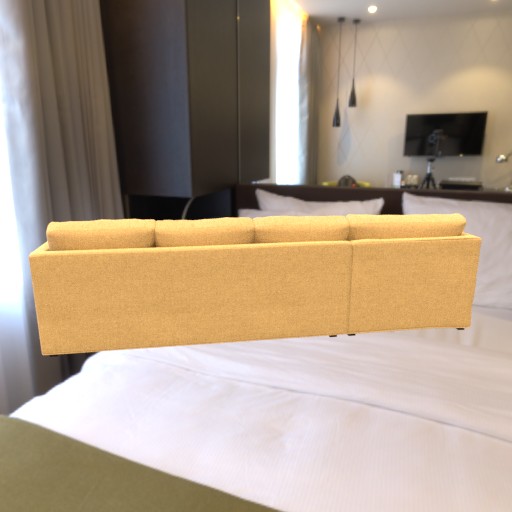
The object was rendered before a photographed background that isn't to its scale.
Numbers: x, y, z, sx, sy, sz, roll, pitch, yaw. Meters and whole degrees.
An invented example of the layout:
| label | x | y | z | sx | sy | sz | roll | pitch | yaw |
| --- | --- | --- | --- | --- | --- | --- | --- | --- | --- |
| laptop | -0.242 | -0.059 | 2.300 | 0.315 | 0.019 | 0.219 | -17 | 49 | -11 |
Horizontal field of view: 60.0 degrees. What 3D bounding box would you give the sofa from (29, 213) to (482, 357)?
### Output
| label | x | y | z | sx | sy | sz | roll | pitch | yaw |
| --- | --- | --- | --- | --- | --- | --- | --- | --- | --- |
| sofa | 0.000 | 0.000 | 3.895 | 3.205 | 0.922 | 1.650 | -2 | 15 | -9 |
